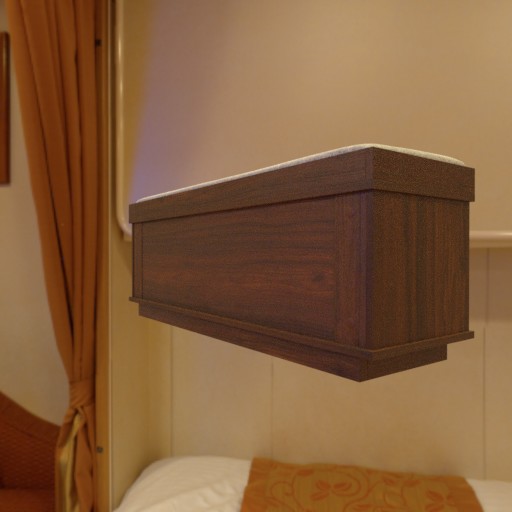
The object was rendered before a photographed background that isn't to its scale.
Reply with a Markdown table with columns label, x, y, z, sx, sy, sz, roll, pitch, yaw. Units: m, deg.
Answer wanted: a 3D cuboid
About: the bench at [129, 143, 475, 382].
| label | x | y | z | sx | sy | sz | roll | pitch | yaw |
| --- | --- | --- | --- | --- | --- | --- | --- | --- | --- |
| bench | 0.000 | 0.000 | 1.374 | 0.367 | 0.468 | 1.196 | 0 | 1 | -36 |
